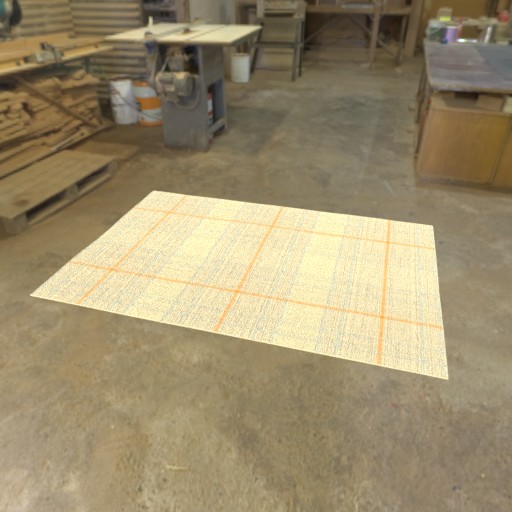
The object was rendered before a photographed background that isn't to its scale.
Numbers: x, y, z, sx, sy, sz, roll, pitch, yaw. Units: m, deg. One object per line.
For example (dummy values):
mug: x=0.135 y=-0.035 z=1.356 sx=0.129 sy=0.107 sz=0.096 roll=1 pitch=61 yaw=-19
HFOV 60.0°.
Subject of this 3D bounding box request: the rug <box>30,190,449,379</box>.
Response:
rug: x=0.000 y=0.000 z=2.335 sx=1.825 sy=0.015 sz=1.232 roll=9 pitch=33 yaw=14
